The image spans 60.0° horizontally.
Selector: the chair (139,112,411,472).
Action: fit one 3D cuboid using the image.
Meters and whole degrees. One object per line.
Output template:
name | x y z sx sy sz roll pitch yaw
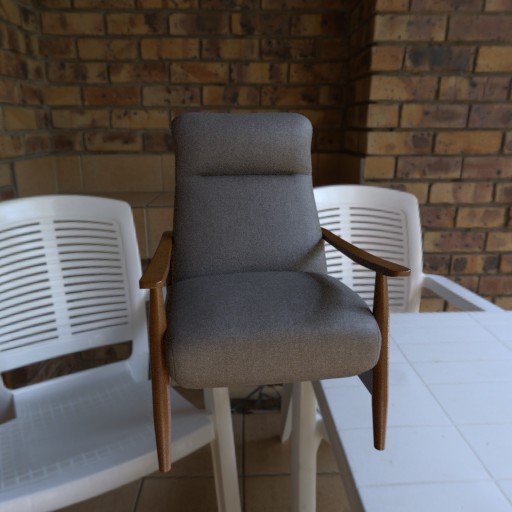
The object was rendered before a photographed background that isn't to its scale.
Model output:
chair | 0.000 0.000 1.713 0.762 1.081 1.014 -2 17 -8
